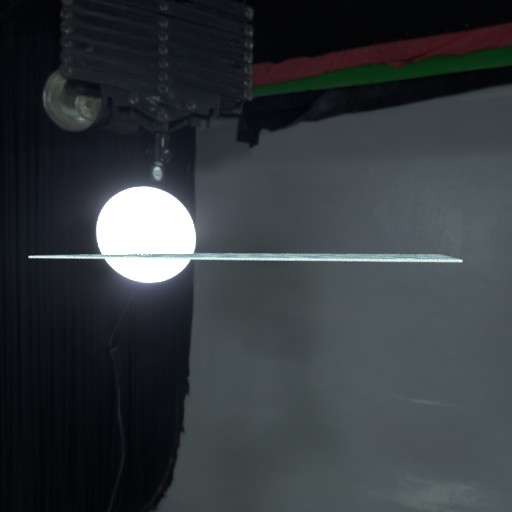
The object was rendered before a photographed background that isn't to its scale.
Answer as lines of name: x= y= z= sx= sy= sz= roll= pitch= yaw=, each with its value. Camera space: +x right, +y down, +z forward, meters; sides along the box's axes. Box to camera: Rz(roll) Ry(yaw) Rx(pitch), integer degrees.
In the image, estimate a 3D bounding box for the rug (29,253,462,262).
rug: x=0.000 y=0.000 z=3.039 sx=2.443 sy=0.015 sz=1.528 roll=0 pitch=1 yaw=20
